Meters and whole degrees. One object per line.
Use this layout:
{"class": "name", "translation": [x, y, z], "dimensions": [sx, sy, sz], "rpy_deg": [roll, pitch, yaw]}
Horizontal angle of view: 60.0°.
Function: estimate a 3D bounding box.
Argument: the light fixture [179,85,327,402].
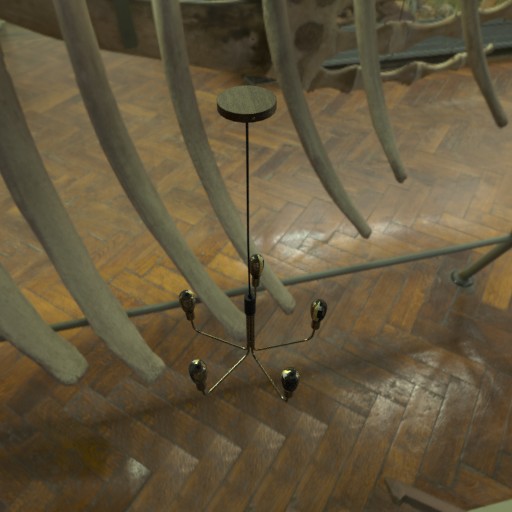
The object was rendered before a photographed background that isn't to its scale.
{"class": "light fixture", "translation": [0.000, 0.000, 1.387], "dimensions": [0.532, 1.059, 0.588], "rpy_deg": [-9, 47, -9]}
